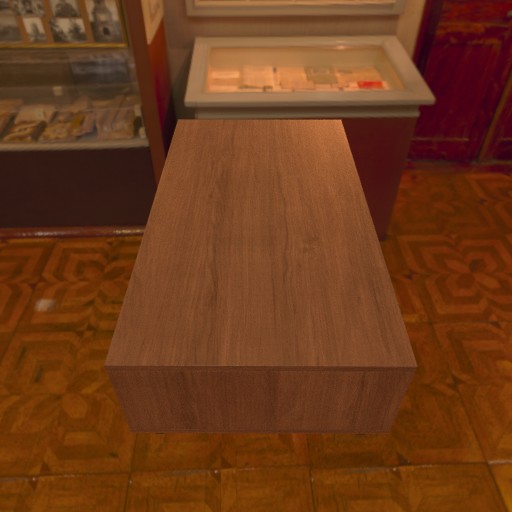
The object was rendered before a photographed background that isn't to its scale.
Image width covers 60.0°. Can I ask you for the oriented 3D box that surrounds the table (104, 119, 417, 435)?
[{"bbox_3d":[0.000,0.000,1.323,0.600,0.380,1.020,0,42,0],"label":"table"}]
